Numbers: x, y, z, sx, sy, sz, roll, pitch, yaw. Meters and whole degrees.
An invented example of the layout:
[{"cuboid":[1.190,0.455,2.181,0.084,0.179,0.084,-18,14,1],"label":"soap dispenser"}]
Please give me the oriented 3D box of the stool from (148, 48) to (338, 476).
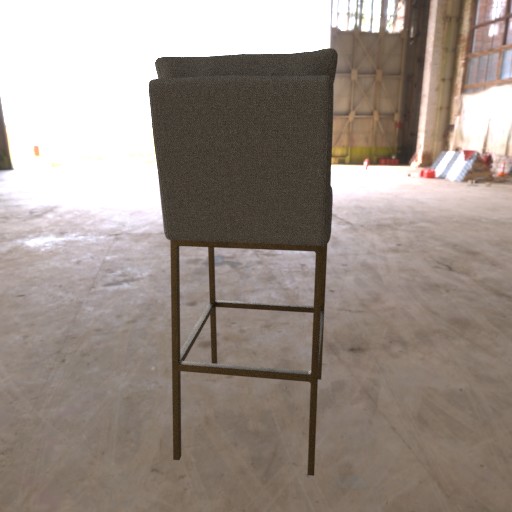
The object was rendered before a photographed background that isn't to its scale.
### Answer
[{"cuboid":[0.000,0.000,1.392,0.463,1.132,0.569,2,16,9],"label":"stool"}]
